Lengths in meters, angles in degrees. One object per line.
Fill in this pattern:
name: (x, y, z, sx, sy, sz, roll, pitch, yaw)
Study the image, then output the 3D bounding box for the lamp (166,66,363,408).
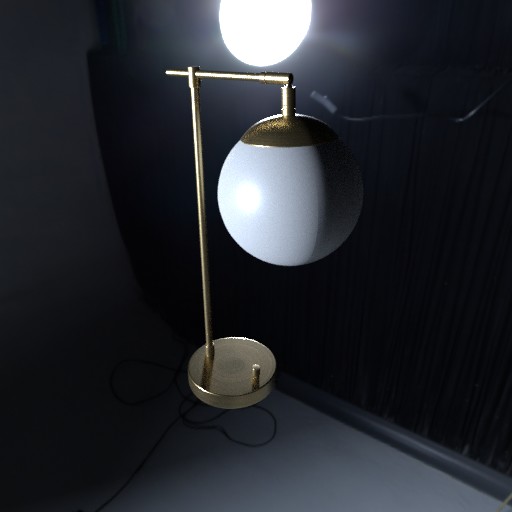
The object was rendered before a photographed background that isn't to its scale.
lamp: (0.000, 0.000, 0.719, 0.324, 0.559, 0.207, 17, 31, 30)
